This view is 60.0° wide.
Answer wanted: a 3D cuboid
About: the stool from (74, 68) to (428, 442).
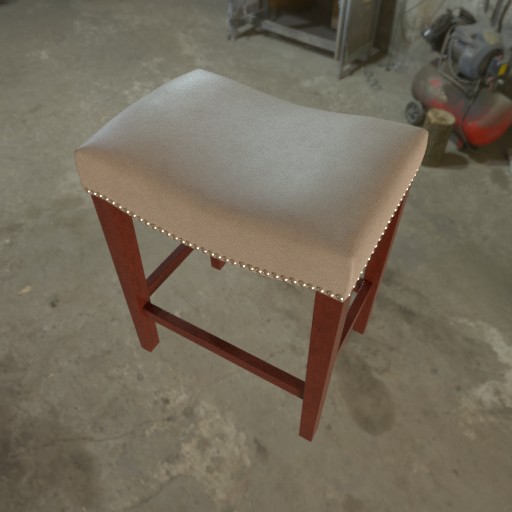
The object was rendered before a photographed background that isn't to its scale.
[{"bbox_3d":[0.000,0.000,0.965,0.509,0.632,0.375,23,51,20],"label":"stool"}]
